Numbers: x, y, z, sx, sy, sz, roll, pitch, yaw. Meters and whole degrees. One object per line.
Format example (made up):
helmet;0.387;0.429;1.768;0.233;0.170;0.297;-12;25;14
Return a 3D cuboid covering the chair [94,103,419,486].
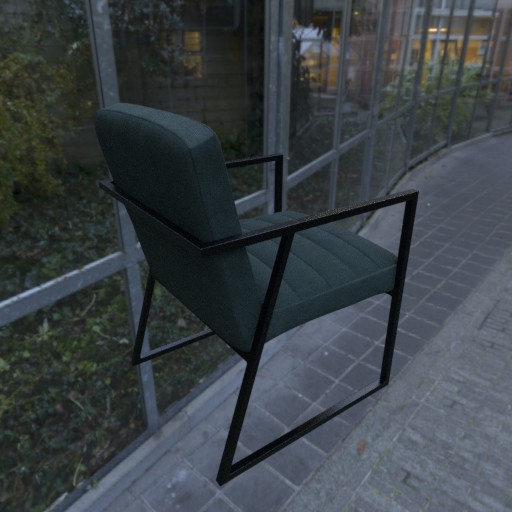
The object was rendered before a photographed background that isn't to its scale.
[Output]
chair;0.000;0.000;1.256;0.677;0.833;0.571;-17;29;-32
